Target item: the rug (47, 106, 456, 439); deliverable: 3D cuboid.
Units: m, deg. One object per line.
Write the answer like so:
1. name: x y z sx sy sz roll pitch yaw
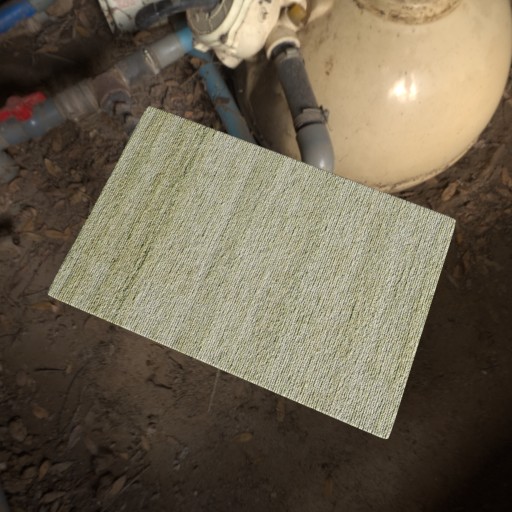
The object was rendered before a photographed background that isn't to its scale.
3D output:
1. rug: 0.000 0.000 2.223 1.758 0.010 1.143 22 76 6
